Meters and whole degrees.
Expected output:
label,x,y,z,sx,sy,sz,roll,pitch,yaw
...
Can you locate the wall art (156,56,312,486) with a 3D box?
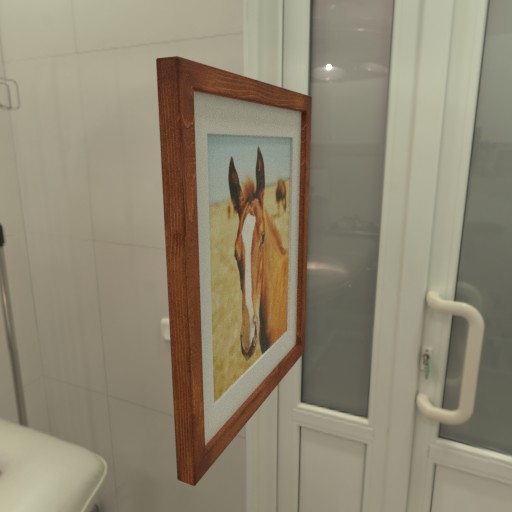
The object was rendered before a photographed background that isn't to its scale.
label,x,y,z,sx,sy,sz,roll,pitch,yaw
wall art,0.000,0.000,0.760,0.030,0.558,0.462,7,15,25
